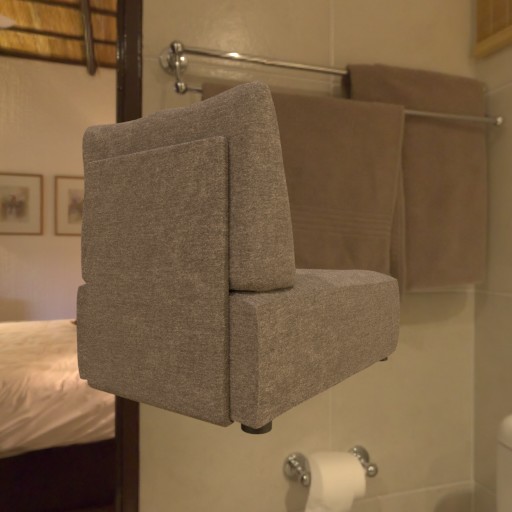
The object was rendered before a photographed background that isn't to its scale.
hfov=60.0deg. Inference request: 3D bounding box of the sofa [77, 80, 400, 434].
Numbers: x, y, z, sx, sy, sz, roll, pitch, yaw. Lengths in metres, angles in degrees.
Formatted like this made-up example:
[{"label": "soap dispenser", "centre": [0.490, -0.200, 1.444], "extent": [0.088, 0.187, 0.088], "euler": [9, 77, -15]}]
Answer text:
[{"label": "sofa", "centre": [0.000, 0.000, 1.568], "extent": [0.700, 0.820, 1.000], "euler": [0, 0, 36]}]
